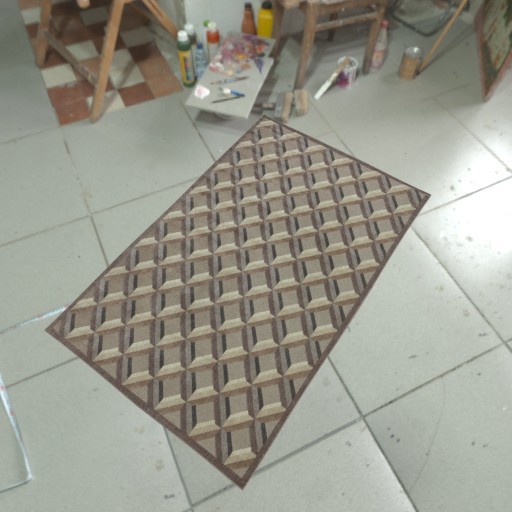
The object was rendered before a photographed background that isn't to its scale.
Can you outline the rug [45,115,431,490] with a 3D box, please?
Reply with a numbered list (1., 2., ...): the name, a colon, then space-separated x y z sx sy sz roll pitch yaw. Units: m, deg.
1. rug: 0.000 0.000 2.112 1.066 0.011 1.677 31 63 18
